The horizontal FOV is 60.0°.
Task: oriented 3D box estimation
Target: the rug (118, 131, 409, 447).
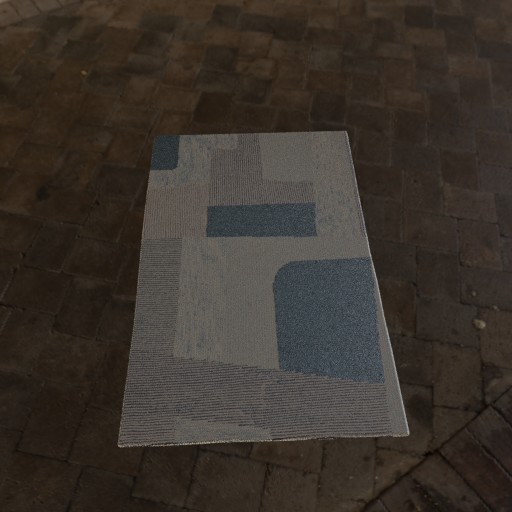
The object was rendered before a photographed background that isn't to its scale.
[{"bbox_3d":[0.000,0.000,2.359,1.238,0.020,1.847,-2,58,-1],"label":"rug"}]
